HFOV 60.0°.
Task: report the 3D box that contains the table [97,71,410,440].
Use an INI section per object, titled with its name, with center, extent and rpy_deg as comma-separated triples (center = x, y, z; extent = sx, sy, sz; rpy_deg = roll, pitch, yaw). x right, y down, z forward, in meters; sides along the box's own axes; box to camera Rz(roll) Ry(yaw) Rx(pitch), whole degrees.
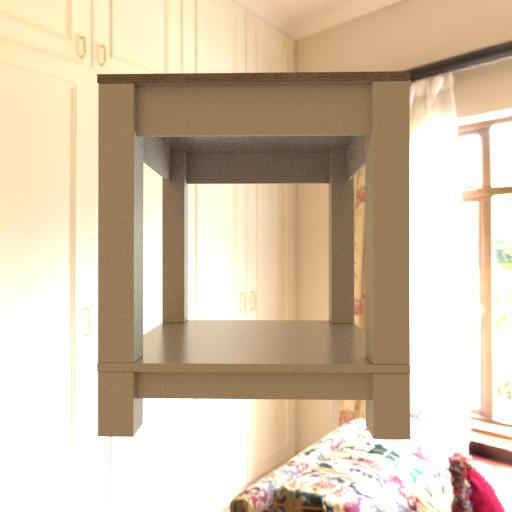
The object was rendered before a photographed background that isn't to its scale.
[table]
center = 0.000, 0.000, 0.965
extent = 0.504, 0.587, 0.506
rpy_deg = 0, 0, 1
